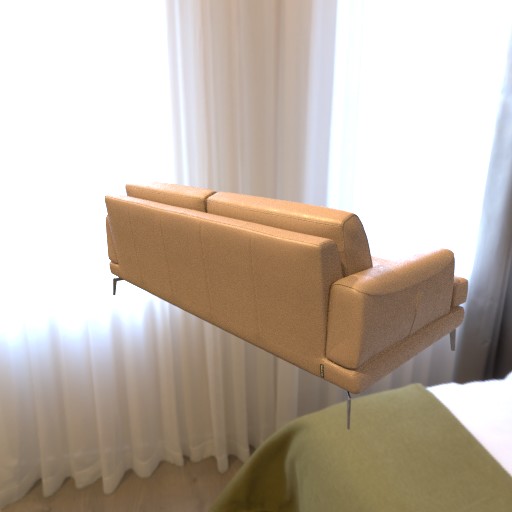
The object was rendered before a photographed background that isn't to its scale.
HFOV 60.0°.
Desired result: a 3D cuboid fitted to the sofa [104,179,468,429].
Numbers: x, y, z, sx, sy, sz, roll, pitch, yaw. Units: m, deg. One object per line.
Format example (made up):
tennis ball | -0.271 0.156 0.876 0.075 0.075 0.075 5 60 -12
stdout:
sofa | 0.000 0.000 2.439 0.974 0.765 1.940 -14 21 -41
